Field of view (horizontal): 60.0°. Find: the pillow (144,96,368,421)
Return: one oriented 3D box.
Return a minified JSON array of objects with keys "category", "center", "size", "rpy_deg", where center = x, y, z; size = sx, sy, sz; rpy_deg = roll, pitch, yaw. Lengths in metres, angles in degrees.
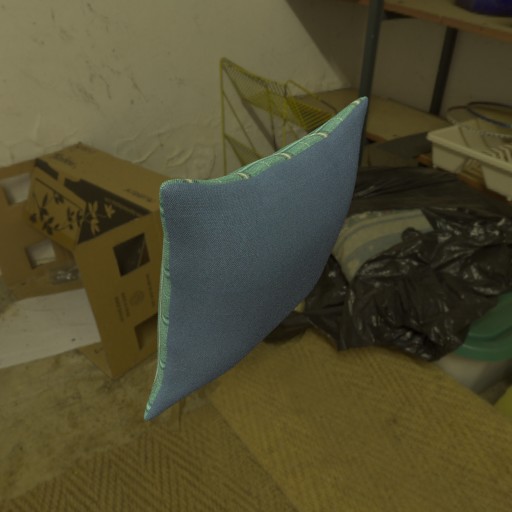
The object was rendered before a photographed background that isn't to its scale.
[{"category":"pillow","center":[0.000,0.000,0.708],"size":[0.200,0.430,0.453],"rpy_deg":[21,38,30]}]
